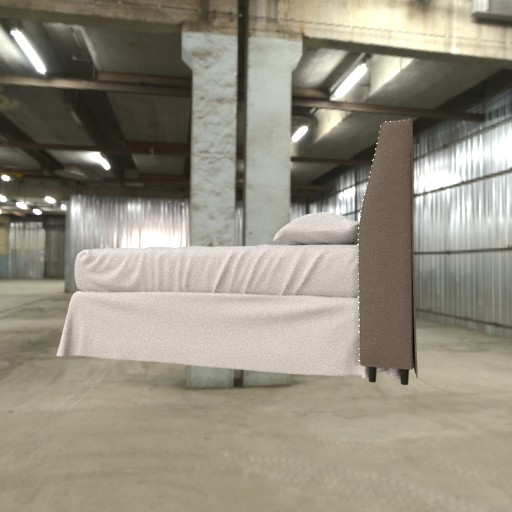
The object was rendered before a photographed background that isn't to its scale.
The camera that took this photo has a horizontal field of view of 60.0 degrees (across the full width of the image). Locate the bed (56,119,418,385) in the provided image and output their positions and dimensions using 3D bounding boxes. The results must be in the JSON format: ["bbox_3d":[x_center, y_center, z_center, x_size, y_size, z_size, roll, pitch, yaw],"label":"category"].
[{"bbox_3d":[0.000,0.000,3.405,2.276,1.332,1.925,0,-1,19],"label":"bed"}]
